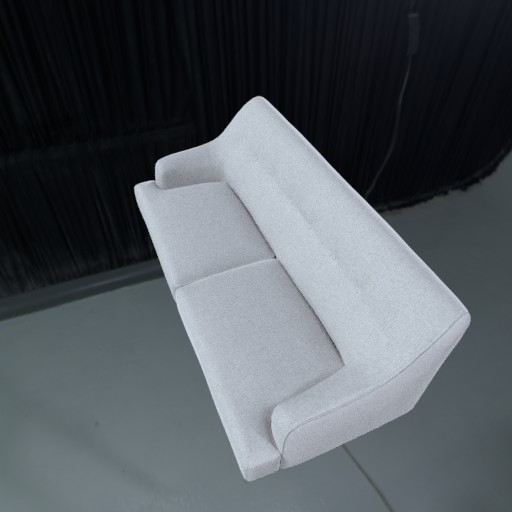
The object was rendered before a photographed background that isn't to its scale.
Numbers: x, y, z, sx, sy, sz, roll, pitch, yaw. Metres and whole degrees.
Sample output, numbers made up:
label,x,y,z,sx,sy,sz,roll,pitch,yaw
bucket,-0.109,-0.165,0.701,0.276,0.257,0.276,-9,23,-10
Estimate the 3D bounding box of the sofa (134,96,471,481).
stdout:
label,x,y,z,sx,sy,sz,roll,pitch,yaw
sofa,0.000,0.000,2.479,0.978,0.871,2.057,-17,48,-16
